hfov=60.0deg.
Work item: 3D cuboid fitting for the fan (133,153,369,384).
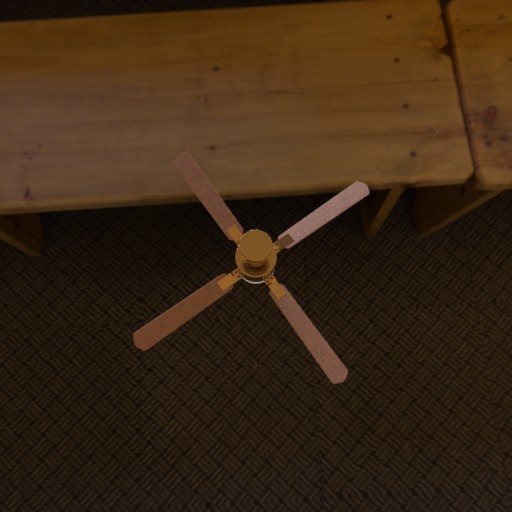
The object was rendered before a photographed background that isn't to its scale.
[{"bbox_3d":[0.000,0.000,1.963,1.320,0.355,1.320,-35,79,-8],"label":"fan"}]
